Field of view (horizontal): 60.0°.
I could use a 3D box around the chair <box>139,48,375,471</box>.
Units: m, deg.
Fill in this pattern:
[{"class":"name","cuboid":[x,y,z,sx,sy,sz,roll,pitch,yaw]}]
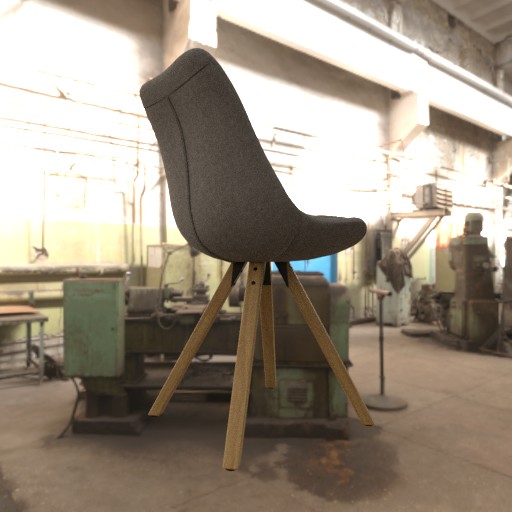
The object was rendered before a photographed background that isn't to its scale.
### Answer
[{"class":"chair","cuboid":[0.000,0.000,1.173,0.550,0.865,0.483,0,0,-37]}]
